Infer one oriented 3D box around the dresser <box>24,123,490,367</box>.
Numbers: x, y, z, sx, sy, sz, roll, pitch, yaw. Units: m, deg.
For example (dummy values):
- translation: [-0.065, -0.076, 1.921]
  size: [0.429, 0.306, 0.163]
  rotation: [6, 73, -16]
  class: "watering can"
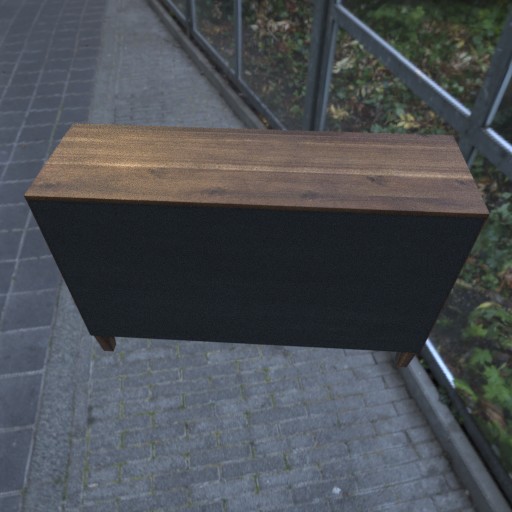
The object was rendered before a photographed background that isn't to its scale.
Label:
- translation: [0.000, 0.000, 1.789]
  size: [1.387, 0.892, 0.438]
  rotation: [3, 46, 2]
  class: "dresser"
